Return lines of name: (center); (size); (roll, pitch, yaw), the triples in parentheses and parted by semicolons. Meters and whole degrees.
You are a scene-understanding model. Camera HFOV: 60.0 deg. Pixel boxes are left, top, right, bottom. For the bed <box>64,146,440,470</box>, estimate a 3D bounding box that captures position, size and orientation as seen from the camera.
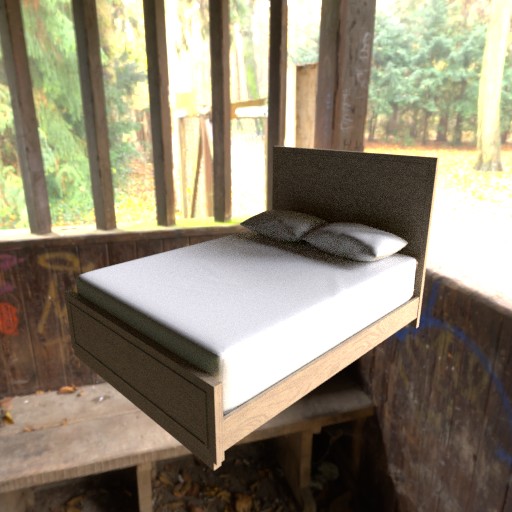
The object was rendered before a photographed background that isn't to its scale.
bed: (0.000, 0.000, 3.234); (1.606, 1.369, 2.189); (17, 25, 42)
